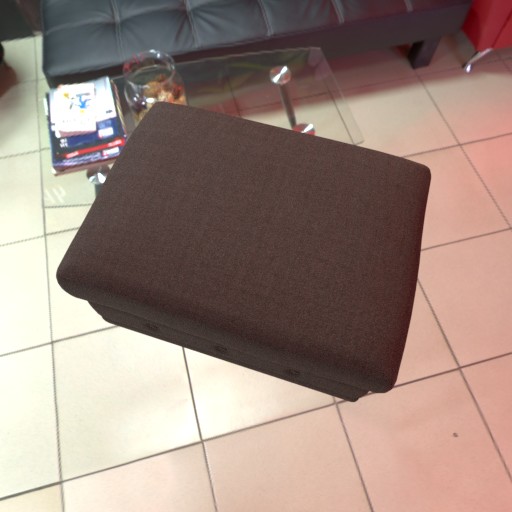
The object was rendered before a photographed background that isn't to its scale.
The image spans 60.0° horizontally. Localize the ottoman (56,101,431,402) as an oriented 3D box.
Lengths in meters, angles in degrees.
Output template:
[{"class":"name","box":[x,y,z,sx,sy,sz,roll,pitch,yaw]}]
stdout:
[{"class":"ottoman","box":[0.000,0.000,1.247,0.809,0.555,0.599,16,64,8]}]
